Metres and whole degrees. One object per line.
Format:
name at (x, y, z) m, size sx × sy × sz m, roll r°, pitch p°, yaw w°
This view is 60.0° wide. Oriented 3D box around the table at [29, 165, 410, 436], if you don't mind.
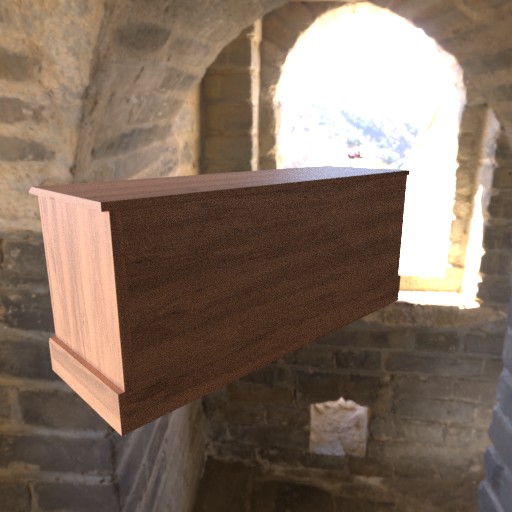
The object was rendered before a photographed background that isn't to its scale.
table at (0.000, 0.000, 1.439) m, size 1.200 × 0.510 × 0.400 m, roll -14°, pitch 21°, yaw -42°
